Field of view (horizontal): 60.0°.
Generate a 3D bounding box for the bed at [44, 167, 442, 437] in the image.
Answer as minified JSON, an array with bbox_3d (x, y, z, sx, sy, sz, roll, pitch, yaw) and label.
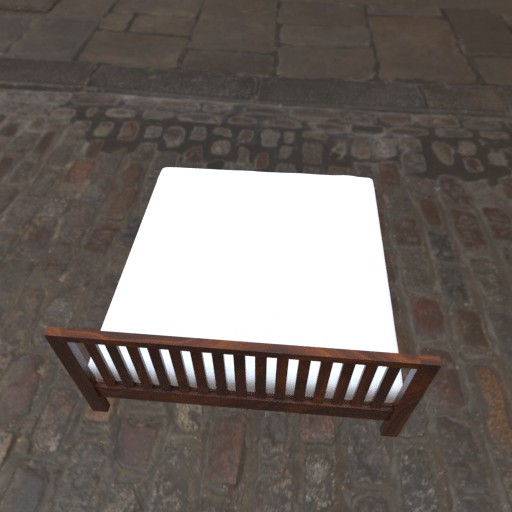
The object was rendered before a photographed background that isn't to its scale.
[{"bbox_3d":[0.000,0.000,3.119,1.905,0.890,2.030,4,48,3],"label":"bed"}]
